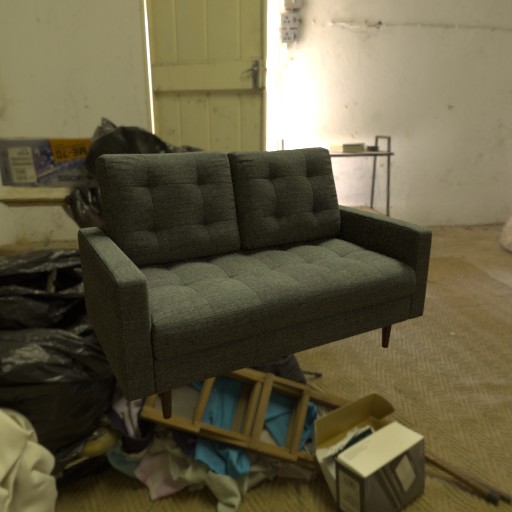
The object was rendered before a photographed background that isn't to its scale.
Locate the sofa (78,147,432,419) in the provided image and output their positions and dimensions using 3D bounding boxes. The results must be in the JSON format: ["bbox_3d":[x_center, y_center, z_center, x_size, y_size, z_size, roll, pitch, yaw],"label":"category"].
[{"bbox_3d":[0.000,0.000,2.014,1.407,0.907,0.842,-9,19,-28],"label":"sofa"}]
